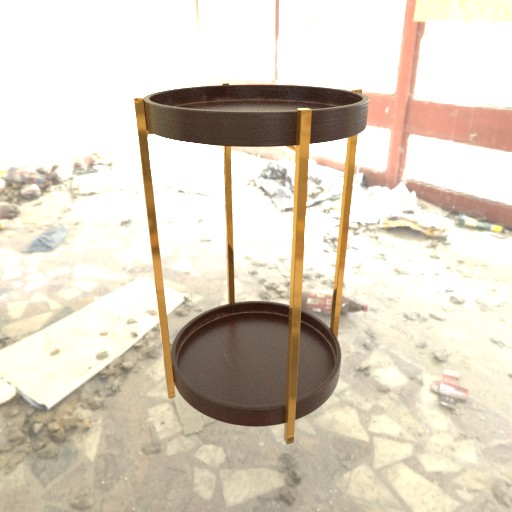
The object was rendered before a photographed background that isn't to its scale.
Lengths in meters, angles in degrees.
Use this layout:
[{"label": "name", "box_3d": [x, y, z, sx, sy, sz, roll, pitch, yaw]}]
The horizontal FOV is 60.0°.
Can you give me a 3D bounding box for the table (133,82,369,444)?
[{"label": "table", "box_3d": [0.000, 0.000, 0.877, 0.400, 0.610, 0.400, -9, 28, -17]}]
